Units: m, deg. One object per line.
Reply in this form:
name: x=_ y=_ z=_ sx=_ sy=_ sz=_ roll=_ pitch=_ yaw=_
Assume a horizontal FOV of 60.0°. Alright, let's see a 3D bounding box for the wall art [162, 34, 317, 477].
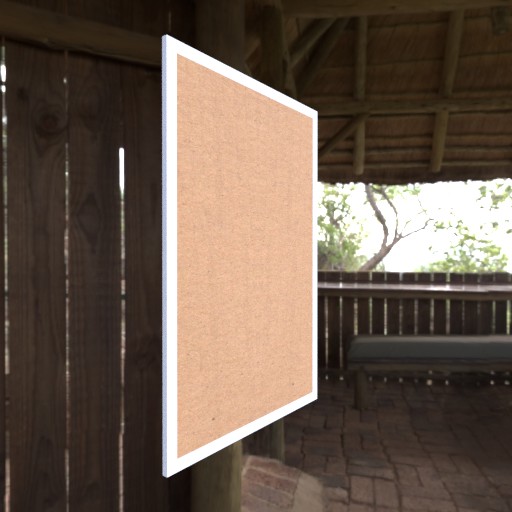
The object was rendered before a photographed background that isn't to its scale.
wall art: x=0.000 y=0.000 z=1.233 sx=0.015 sy=0.965 sz=0.660 roll=0 pitch=0 yaw=37
